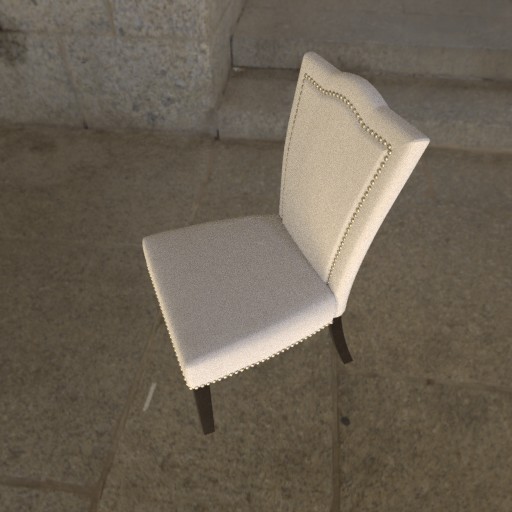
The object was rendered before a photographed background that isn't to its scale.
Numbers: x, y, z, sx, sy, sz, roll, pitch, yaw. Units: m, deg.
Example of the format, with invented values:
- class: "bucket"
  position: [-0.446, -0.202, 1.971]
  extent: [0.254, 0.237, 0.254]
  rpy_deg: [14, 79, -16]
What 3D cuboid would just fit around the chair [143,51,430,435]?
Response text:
- class: "chair"
  position: [0.000, 0.000, 1.276]
  extent: [0.589, 0.946, 0.518]
  rpy_deg: [-16, 47, -16]
